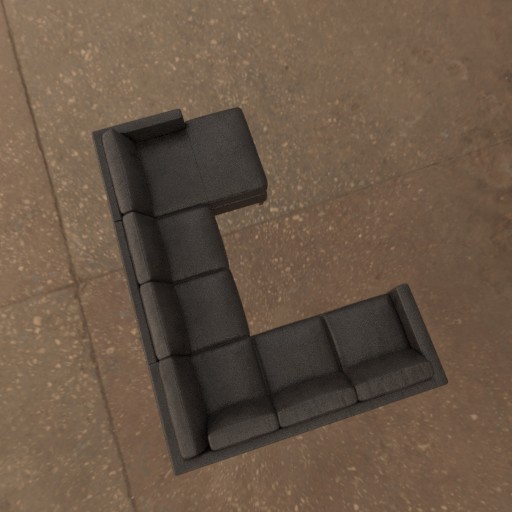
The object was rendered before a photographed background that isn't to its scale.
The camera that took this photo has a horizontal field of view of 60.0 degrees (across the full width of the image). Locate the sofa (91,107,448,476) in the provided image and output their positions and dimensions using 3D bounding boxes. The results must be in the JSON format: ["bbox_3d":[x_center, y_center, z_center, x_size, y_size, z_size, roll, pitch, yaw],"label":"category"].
[{"bbox_3d":[0.000,0.000,4.417,2.452,0.891,3.324,-17,75,-5],"label":"sofa"}]
